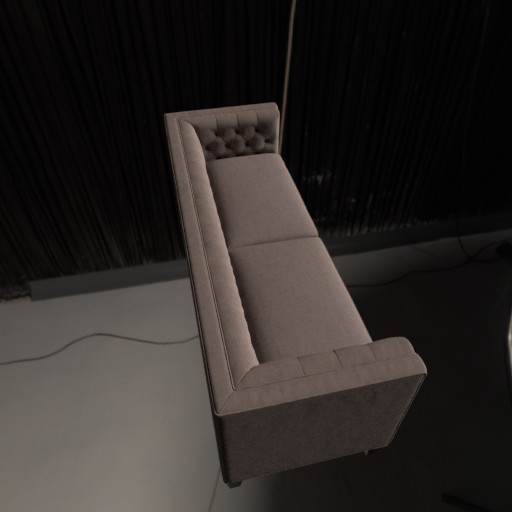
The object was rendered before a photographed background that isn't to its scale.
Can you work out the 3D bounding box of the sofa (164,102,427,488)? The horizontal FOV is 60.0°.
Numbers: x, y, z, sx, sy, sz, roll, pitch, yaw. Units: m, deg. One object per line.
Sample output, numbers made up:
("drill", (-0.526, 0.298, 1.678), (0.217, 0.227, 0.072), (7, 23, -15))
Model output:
("sofa", (0.000, 0.000, 2.517), (0.775, 0.762, 2.159), (-9, 45, -9))
